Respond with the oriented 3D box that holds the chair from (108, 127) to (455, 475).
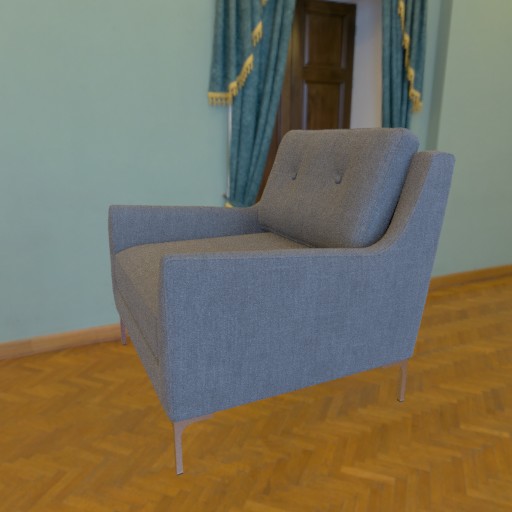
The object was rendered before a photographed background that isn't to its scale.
[{"bbox_3d":[0.000,0.000,1.492,0.849,0.828,0.847,-7,17,-25],"label":"chair"}]
